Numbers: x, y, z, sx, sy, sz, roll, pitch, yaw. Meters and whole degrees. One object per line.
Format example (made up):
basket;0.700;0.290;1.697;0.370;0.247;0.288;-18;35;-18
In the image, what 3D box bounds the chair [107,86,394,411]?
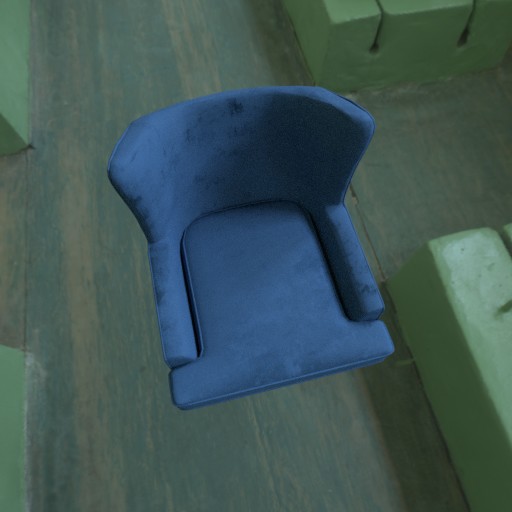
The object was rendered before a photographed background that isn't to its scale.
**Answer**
chair;0.000;0.000;1.635;0.793;0.952;0.910;-12;65;-6
